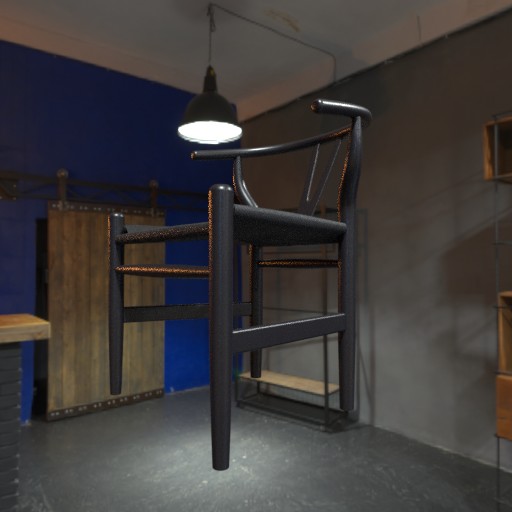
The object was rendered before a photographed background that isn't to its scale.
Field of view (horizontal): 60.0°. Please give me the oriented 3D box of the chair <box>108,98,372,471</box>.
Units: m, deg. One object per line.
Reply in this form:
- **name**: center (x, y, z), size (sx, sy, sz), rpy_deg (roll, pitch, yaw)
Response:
- **chair**: center (0.000, 0.000, 1.130), size (0.579, 0.730, 0.569), rpy_deg (1, -1, -36)
